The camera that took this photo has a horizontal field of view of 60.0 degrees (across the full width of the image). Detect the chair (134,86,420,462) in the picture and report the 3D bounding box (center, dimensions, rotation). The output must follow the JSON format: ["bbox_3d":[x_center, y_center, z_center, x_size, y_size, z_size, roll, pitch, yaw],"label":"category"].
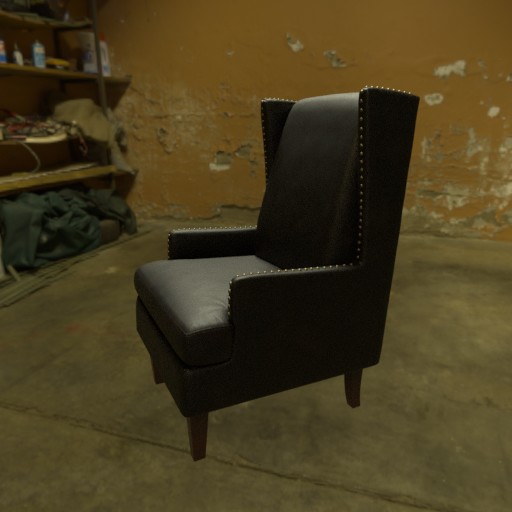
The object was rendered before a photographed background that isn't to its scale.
[{"bbox_3d":[0.000,0.000,1.631,0.799,1.142,0.703,-8,18,-25],"label":"chair"}]
